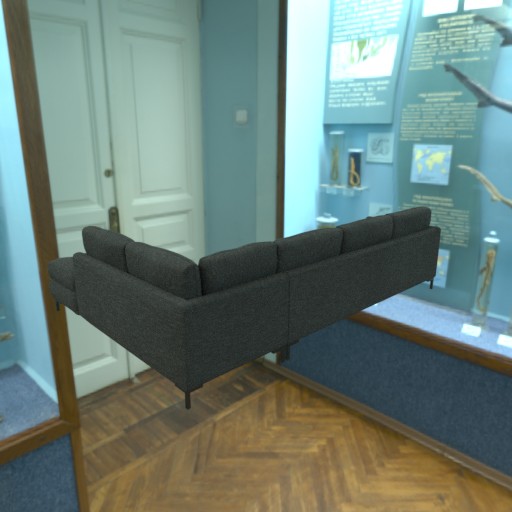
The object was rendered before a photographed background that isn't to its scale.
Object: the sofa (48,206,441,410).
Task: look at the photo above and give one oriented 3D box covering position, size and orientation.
[{"bbox_3d":[0.000,0.000,3.950,2.949,0.815,2.007,-14,21,-41],"label":"sofa"}]
